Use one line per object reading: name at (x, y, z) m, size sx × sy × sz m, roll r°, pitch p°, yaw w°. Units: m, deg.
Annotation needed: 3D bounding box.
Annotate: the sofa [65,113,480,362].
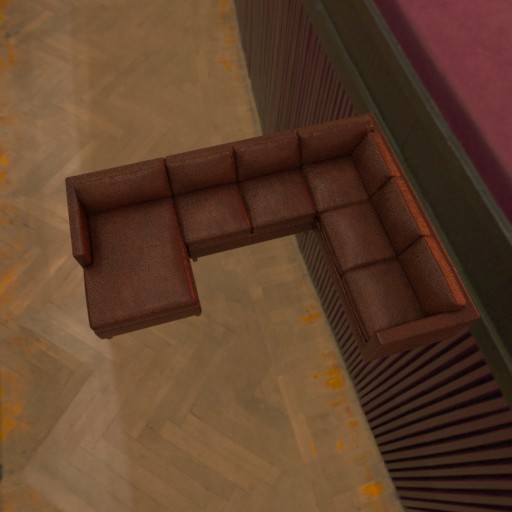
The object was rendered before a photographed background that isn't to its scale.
sofa at (0.000, 0.000, 4.385) m, size 3.324 × 0.891 × 2.452 m, roll -14°, pitch 64°, yaw -7°
